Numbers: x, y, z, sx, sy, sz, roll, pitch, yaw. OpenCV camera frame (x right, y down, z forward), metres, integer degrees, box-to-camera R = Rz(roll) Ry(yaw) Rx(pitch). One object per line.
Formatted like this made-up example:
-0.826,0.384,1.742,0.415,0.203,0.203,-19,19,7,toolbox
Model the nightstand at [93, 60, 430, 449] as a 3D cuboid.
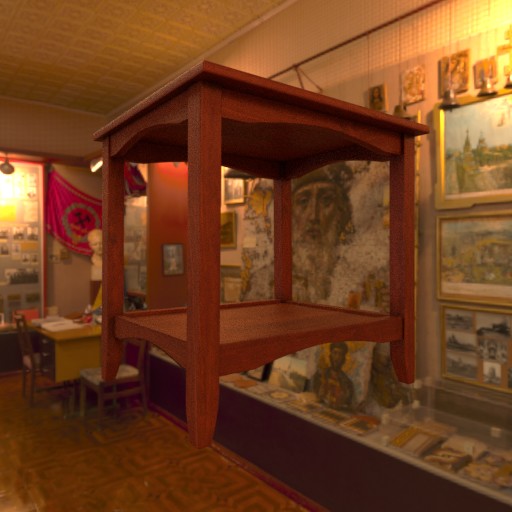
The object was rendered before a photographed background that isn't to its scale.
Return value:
0.000,0.000,0.986,0.558,0.558,0.501,-1,1,-37,nightstand
